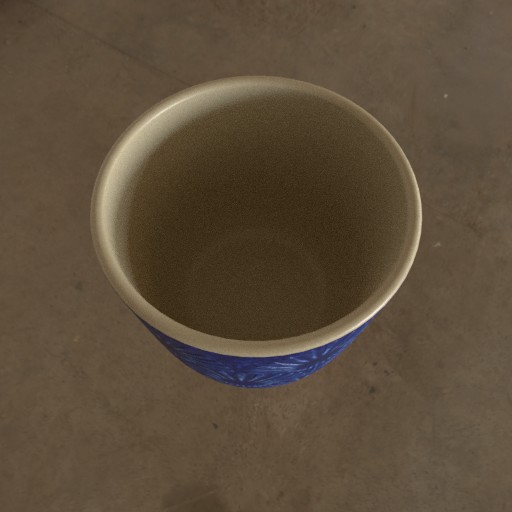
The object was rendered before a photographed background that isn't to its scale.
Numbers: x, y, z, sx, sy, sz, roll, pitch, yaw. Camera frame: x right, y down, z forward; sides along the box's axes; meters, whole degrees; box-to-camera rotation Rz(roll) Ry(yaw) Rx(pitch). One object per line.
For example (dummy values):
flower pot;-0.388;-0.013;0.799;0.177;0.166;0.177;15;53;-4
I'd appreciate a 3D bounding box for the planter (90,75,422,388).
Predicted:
planter;0.000;0.000;0.215;0.124;0.109;0.124;0;64;0
